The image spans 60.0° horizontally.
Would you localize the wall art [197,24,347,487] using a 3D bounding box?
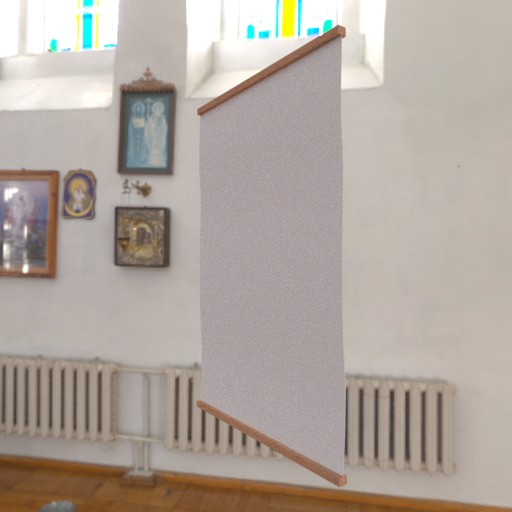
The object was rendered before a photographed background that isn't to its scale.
[{"bbox_3d":[0.000,0.000,0.626,0.012,0.508,0.332,1,-1,-35],"label":"wall art"}]
